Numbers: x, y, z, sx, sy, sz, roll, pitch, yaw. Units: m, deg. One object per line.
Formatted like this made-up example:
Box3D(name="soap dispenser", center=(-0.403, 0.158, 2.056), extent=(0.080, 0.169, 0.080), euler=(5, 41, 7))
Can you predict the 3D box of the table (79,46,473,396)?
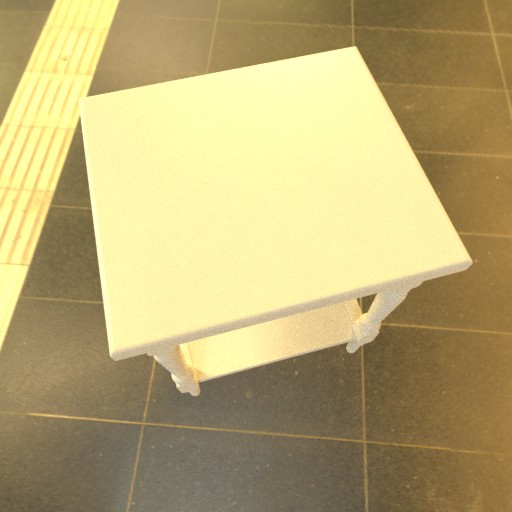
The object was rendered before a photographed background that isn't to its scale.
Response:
Box3D(name="table", center=(0.000, 0.000, 0.912), extent=(0.488, 0.565, 0.442), euler=(-14, 64, -7))
